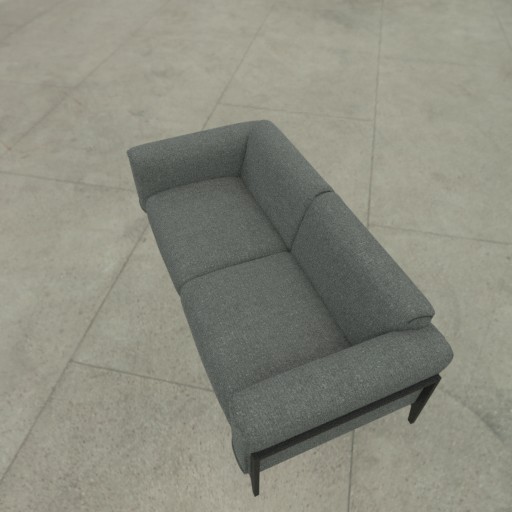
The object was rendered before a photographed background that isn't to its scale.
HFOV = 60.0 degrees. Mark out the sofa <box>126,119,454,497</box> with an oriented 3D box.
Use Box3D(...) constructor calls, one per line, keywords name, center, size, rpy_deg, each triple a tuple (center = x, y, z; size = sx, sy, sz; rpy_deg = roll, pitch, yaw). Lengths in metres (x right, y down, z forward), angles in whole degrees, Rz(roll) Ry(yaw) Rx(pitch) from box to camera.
Box3D(name="sofa", center=(0.000, 0.000, 2.525), size=(0.985, 0.703, 2.125), rpy_deg=(-17, 49, -16))
